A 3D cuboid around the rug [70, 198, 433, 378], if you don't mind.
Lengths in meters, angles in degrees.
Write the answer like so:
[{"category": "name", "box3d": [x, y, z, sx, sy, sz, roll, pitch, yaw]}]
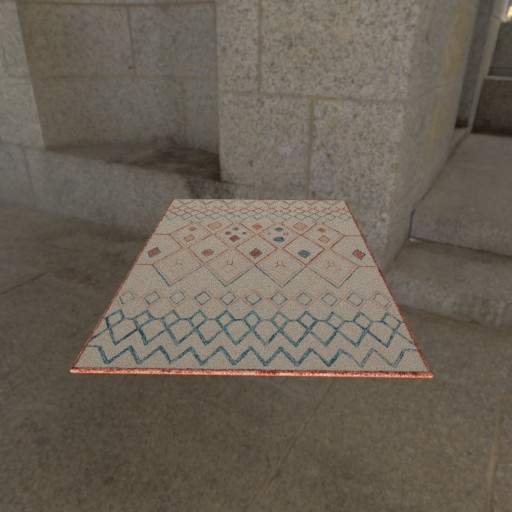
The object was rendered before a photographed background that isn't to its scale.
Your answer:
[{"category": "rug", "box3d": [0.000, 0.000, 2.306, 1.219, 0.016, 1.829, 1, 26, 1]}]
